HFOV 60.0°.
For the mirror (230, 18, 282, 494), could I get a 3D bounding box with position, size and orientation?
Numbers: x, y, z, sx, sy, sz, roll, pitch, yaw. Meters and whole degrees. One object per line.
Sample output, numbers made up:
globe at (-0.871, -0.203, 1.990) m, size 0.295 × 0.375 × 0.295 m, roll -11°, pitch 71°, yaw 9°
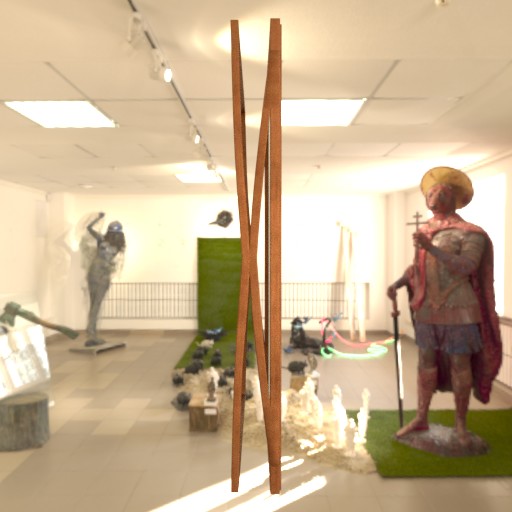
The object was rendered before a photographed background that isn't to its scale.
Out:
mirror at (0.000, 0.000, 0.948) m, size 0.082 × 0.768 × 0.468 m, roll 0°, pitch 1°, yaw 0°
